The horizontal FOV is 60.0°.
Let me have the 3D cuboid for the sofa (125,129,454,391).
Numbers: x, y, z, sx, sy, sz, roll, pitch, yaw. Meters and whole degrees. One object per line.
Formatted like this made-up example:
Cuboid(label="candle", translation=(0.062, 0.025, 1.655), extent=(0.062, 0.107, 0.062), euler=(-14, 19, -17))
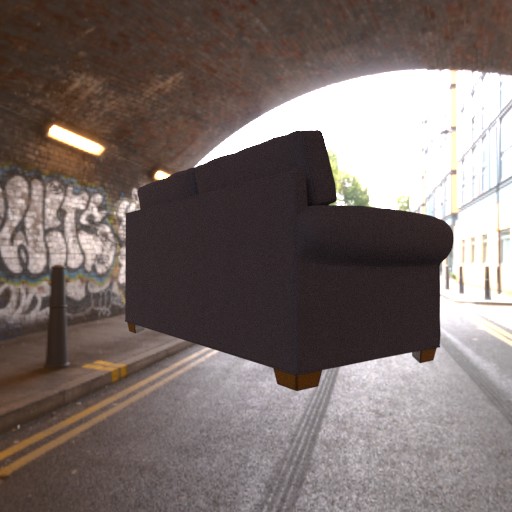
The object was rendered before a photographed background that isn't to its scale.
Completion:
Cuboid(label="sofa", translation=(0.000, 0.000, 2.623), extent=(0.951, 1.031, 2.009), euler=(1, -1, -36))
